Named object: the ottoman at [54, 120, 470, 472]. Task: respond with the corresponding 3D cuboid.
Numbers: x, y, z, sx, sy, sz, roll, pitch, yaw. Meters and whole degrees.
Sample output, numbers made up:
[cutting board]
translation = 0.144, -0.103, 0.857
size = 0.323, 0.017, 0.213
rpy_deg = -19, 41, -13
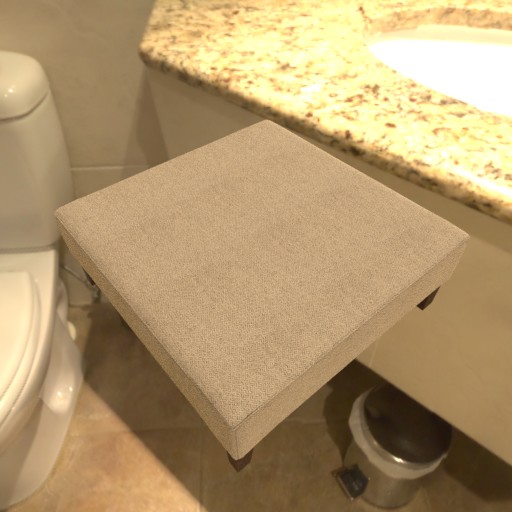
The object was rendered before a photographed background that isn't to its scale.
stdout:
[ottoman]
translation = 0.000, 0.000, 1.543
size = 0.973, 0.381, 0.982
rpy_deg = -31, 53, -27
